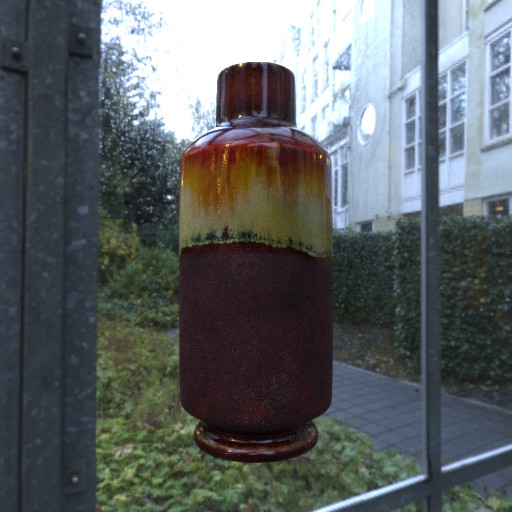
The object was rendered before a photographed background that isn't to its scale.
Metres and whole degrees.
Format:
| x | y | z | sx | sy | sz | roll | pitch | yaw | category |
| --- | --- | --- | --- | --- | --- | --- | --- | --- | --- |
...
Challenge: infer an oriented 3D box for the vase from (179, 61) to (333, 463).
| x | y | z | sx | sy | sz | roll | pitch | yaw | category |
| --- | --- | --- | --- | --- | --- | --- | --- | --- | --- |
| 0.000 | 0.000 | 0.323 | 0.111 | 0.261 | 0.111 | 0 | -1 | 0 | vase |
